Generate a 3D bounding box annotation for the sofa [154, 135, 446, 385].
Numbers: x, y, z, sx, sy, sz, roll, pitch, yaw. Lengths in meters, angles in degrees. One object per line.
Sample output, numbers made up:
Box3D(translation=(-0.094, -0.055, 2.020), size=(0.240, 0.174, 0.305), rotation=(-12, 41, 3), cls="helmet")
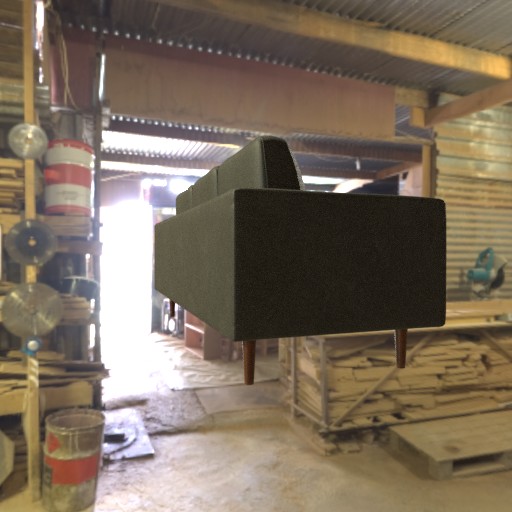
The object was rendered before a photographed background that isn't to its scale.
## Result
Box3D(translation=(0.000, 0.000, 2.486), size=(0.879, 0.899, 2.029), rotation=(0, 1, -20), cls="sofa")
